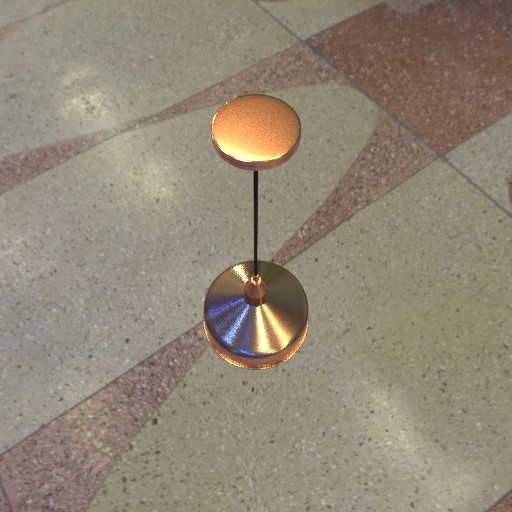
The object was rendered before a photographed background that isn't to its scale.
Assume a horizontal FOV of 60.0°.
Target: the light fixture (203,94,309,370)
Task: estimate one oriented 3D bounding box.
[{"bbox_3d":[0.000,0.000,0.934,0.301,0.754,0.301,-31,66,-15],"label":"light fixture"}]
